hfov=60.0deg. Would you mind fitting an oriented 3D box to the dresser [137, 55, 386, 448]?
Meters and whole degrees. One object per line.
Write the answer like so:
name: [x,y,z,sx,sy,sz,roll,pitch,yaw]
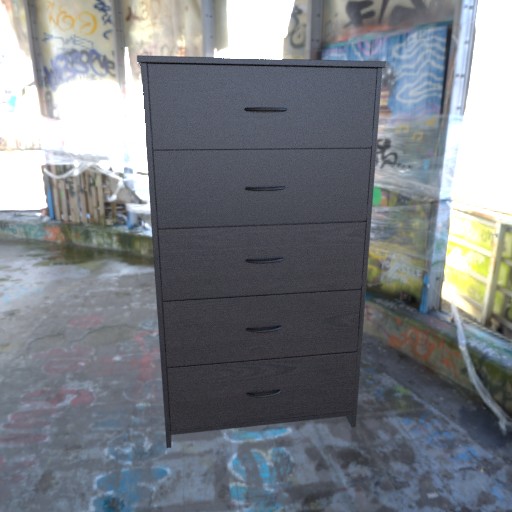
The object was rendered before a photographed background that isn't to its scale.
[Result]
dresser: [0.000,0.000,1.588,0.704,1.254,0.418,-3,17,-9]
